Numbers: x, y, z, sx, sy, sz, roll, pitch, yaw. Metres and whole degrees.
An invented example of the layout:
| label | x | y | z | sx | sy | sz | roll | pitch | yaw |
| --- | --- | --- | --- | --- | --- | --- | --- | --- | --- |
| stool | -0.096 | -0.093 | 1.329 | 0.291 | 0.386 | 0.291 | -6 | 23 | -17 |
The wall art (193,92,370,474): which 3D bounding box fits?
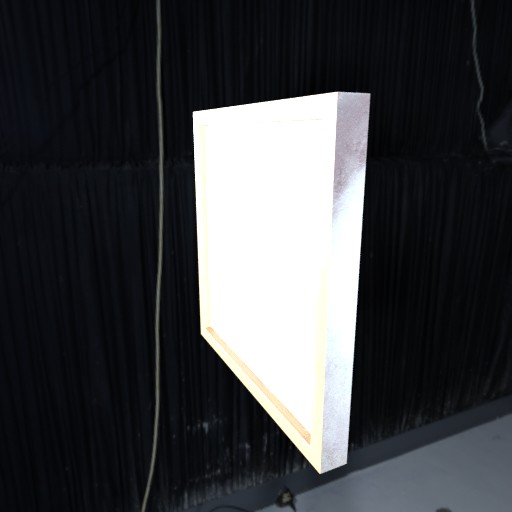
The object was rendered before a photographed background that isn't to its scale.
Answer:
| label | x | y | z | sx | sy | sz | roll | pitch | yaw |
| --- | --- | --- | --- | --- | --- | --- | --- | --- | --- |
| wall art | 0.000 | 0.000 | 0.471 | 0.028 | 0.303 | 0.303 | -7 | 17 | -25 |
